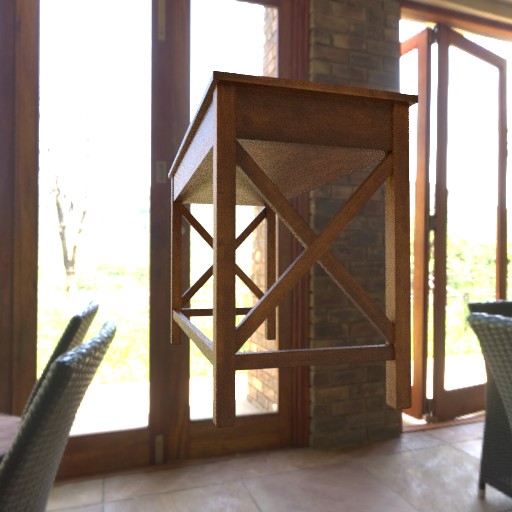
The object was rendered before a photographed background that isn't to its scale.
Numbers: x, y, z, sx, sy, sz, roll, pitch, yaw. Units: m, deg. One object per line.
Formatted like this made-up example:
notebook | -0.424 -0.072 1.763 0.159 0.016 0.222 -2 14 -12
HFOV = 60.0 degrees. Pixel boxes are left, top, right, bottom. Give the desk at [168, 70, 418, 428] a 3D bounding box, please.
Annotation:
desk | 0.000 0.000 1.535 0.508 0.762 1.117 0 -1 -16
